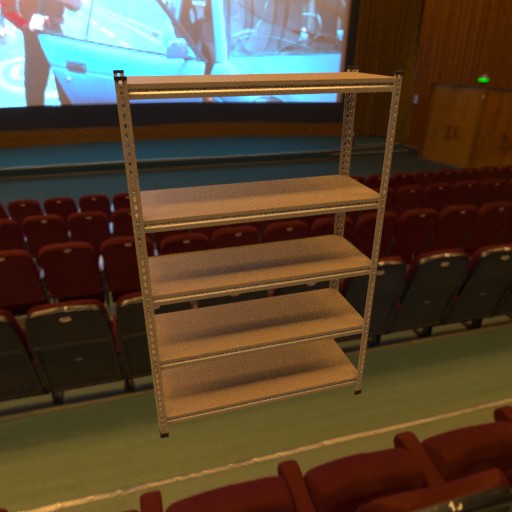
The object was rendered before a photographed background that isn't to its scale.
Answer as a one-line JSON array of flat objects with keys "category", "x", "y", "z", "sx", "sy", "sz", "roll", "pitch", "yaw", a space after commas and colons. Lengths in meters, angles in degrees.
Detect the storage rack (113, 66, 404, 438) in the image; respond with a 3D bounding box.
[{"category": "storage rack", "x": 0.000, "y": 0.000, "z": 2.365, "sx": 1.219, "sy": 1.829, "sz": 0.457, "roll": -7, "pitch": 27, "yaw": -15}]
